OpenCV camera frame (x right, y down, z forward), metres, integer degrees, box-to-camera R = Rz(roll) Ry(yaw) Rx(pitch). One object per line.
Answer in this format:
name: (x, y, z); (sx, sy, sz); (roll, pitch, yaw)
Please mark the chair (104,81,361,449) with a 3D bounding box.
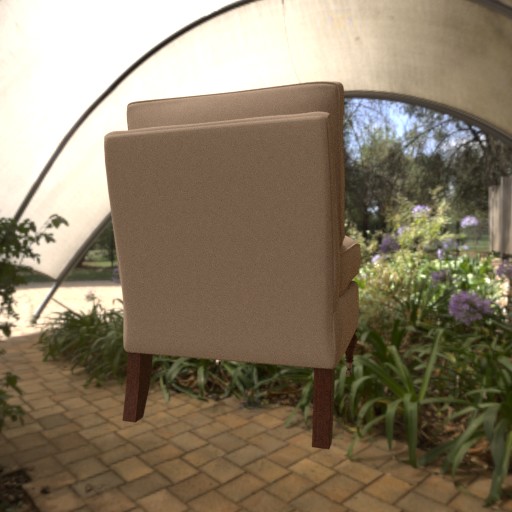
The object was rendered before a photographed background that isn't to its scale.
chair: (0.000, 0.000, 1.664); (0.724, 1.052, 0.912); (0, 1, 18)
